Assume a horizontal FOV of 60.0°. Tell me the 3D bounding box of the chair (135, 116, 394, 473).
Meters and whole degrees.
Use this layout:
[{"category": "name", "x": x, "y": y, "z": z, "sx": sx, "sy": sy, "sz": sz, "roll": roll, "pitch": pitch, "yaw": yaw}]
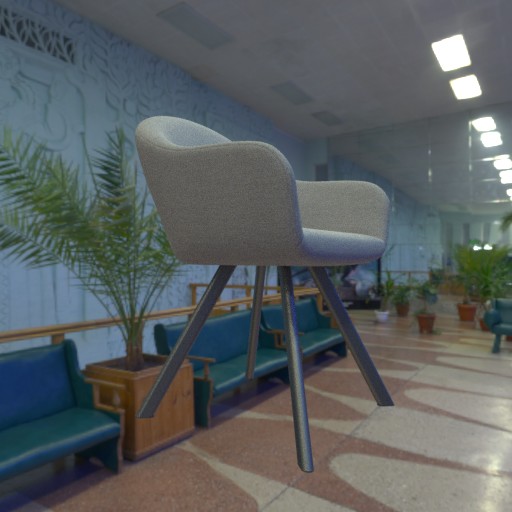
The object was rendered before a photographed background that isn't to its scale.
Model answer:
[{"category": "chair", "x": 0.000, "y": 0.000, "z": 1.145, "sx": 0.570, "sy": 0.780, "sz": 0.540, "roll": 0, "pitch": 0, "yaw": 36}]
